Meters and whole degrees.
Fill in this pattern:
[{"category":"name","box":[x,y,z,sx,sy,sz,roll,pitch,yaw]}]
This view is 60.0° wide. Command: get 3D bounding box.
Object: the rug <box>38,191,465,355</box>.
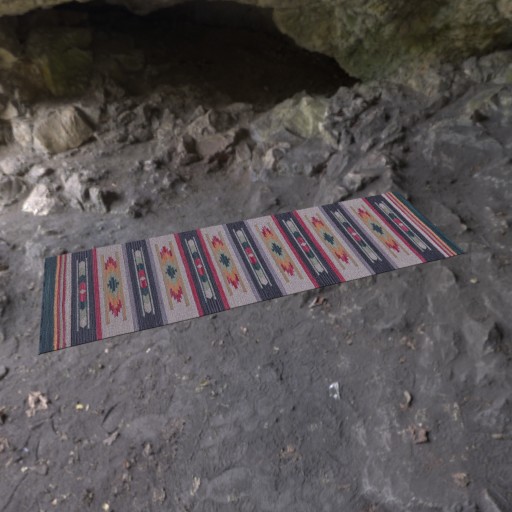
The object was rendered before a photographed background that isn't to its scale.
[{"category":"rug","box":[0.000,0.000,2.688,2.440,0.009,0.760,-12,41,-14]}]
